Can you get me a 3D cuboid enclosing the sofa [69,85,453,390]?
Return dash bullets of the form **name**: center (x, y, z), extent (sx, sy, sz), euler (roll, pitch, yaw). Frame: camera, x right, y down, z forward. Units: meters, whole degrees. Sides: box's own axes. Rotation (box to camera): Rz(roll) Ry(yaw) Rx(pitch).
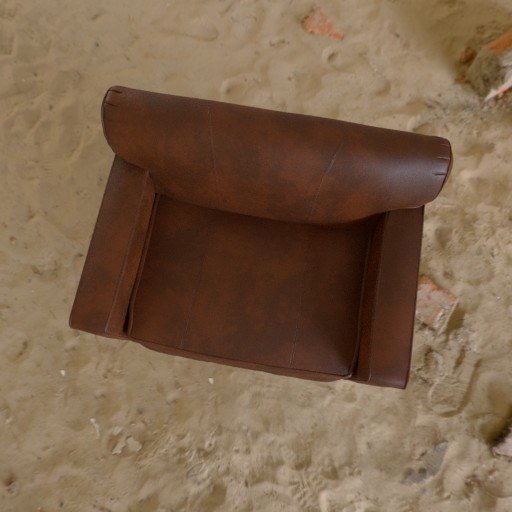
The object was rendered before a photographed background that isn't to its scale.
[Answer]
- **sofa**: center (0.000, 0.000, 2.010), extent (1.413, 0.956, 1.000), euler (10, 76, 2)
